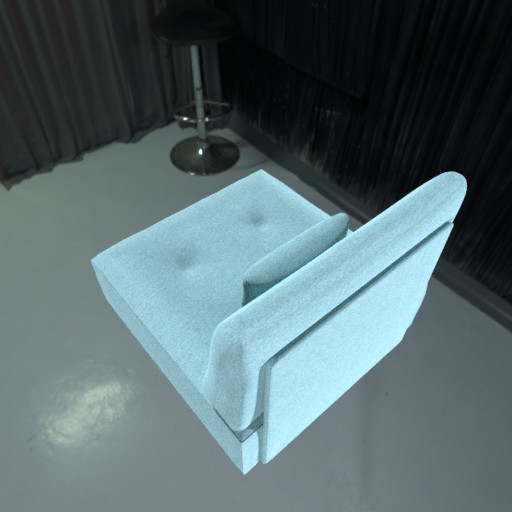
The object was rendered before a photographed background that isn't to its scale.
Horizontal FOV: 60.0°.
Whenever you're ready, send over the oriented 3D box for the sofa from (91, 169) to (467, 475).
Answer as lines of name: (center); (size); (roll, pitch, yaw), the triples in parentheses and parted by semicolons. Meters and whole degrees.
sofa: (0.000, 0.000, 1.668); (0.930, 0.820, 1.000); (-32, 55, -26)
